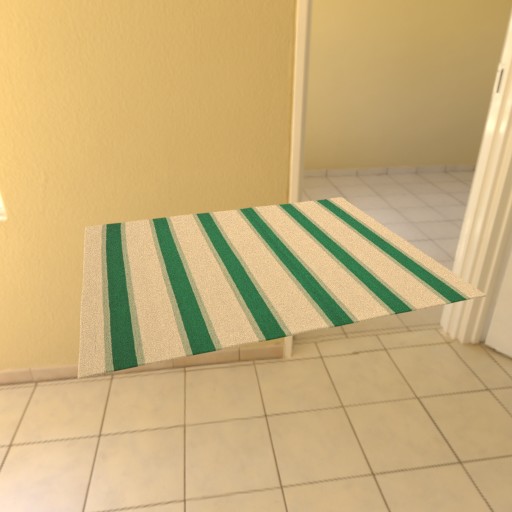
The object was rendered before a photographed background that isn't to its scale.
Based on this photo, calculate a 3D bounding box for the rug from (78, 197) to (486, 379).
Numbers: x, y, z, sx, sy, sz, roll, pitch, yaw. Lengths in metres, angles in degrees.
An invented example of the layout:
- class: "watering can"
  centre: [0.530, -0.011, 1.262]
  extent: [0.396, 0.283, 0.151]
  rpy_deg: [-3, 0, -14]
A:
- class: "rug"
  centre: [0.000, 0.000, 4.107]
  extent: [3.041, 0.019, 2.434]
  rpy_deg: [-8, 28, -16]
